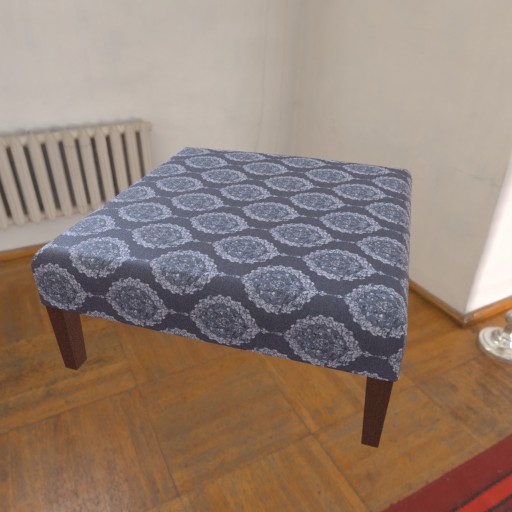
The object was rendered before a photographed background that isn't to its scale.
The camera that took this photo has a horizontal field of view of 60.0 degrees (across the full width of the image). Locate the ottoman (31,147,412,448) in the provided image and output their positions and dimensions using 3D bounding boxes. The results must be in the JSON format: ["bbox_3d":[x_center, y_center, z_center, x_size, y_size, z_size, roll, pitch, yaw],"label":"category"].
[{"bbox_3d":[0.000,0.000,1.398,0.890,0.409,0.889,9,33,15],"label":"ottoman"}]
